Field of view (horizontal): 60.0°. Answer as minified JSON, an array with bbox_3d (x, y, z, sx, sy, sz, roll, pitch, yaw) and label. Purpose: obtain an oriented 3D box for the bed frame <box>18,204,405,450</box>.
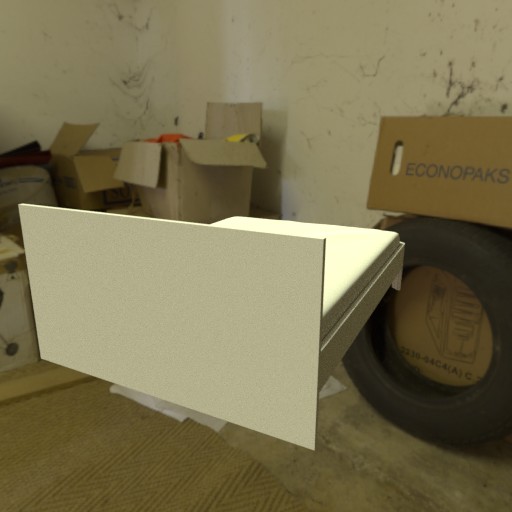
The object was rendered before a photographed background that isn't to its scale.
[{"bbox_3d":[0.000,0.000,2.683,1.490,0.800,1.950,8,18,26],"label":"bed frame"}]
